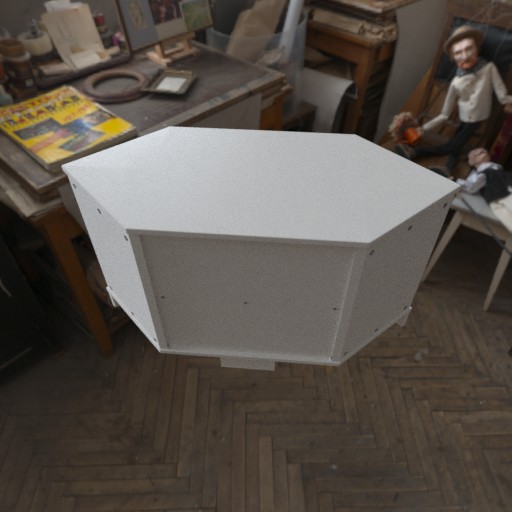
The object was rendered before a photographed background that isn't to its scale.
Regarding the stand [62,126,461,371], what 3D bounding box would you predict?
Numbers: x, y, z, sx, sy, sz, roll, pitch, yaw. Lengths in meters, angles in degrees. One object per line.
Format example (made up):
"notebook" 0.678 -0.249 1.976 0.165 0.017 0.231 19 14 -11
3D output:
"stand" 0.000 0.000 1.400 1.072 0.614 0.477 3 46 3
